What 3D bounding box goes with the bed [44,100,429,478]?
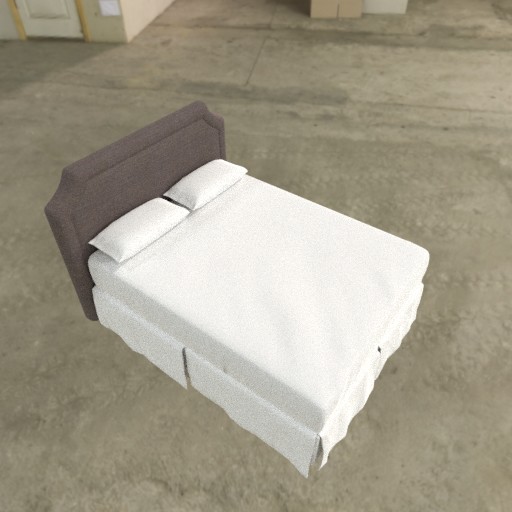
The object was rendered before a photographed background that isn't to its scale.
[{"bbox_3d":[0.000,0.000,3.118,2.116,1.290,1.693,27,49,26],"label":"bed"}]
